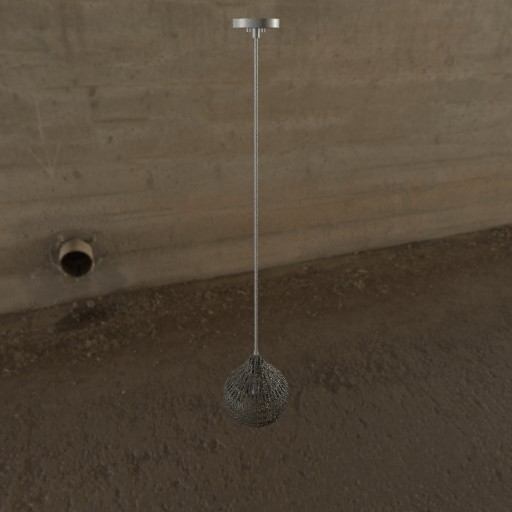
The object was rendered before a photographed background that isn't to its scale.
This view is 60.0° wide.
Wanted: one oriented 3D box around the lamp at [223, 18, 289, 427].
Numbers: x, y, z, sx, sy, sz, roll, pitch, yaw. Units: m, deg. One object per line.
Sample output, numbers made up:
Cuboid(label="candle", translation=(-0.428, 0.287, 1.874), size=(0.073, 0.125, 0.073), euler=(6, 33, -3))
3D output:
Cuboid(label="lamp", translation=(0.000, 0.000, 2.034), size=(0.355, 1.919, 0.355), euler=(18, 32, 32))
